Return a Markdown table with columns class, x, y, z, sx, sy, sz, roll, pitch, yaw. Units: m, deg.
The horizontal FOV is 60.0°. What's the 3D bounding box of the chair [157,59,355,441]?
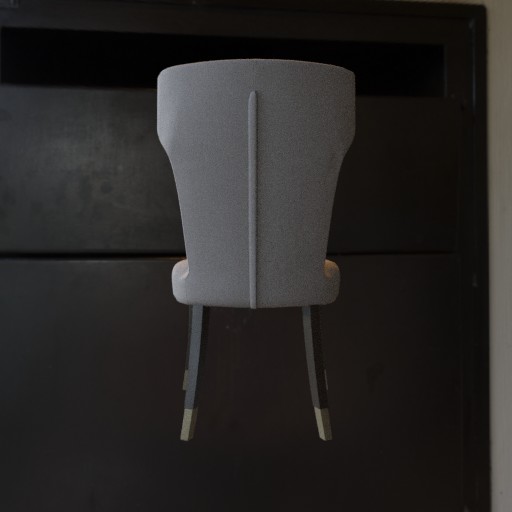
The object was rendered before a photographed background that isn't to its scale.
| class | x | y | z | sx | sy | sz | roll | pitch | yaw |
| --- | --- | --- | --- | --- | --- | --- | --- | --- | --- |
| chair | 0.000 | 0.000 | 1.333 | 0.526 | 0.950 | 0.630 | 0 | 0 | 0 |
